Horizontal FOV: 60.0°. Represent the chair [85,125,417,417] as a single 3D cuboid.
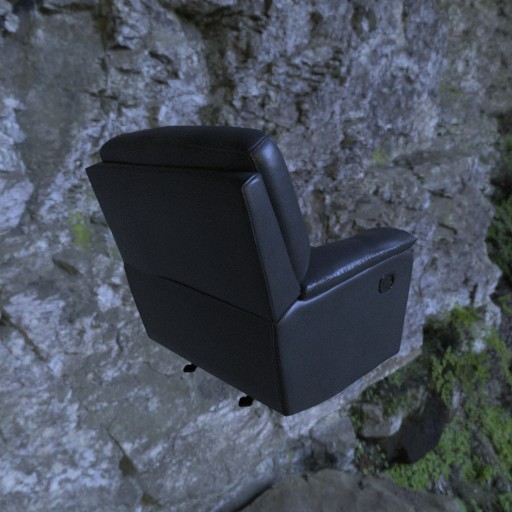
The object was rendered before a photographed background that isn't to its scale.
[{"bbox_3d":[0.000,0.000,1.997,1.087,1.109,1.096,-13,20,-42],"label":"chair"}]
